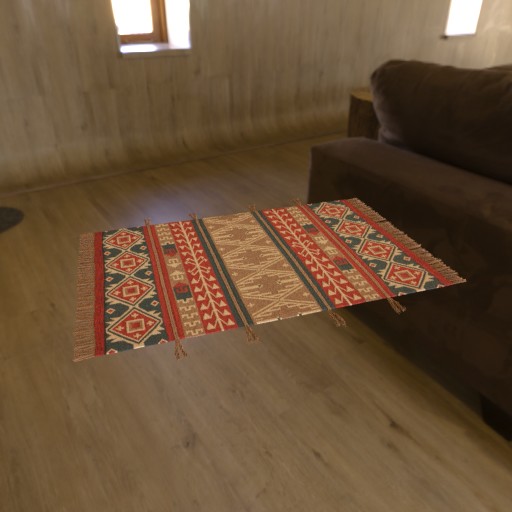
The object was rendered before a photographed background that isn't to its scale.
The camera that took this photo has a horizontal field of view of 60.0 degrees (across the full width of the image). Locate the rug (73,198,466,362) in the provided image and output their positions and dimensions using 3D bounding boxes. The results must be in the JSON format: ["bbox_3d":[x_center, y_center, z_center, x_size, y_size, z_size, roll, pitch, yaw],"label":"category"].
[{"bbox_3d":[0.000,0.000,2.630,2.025,0.040,1.469,-9,31,-15],"label":"rug"}]
